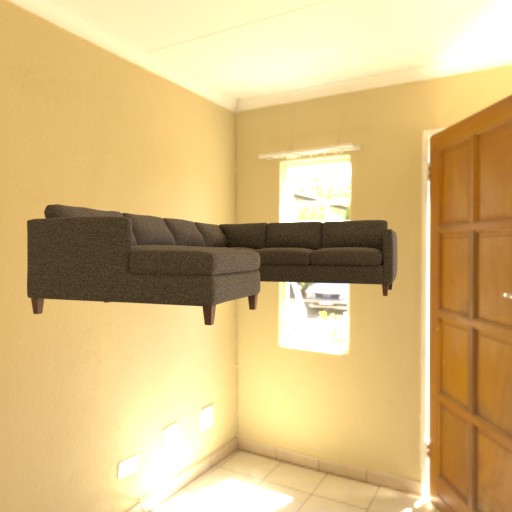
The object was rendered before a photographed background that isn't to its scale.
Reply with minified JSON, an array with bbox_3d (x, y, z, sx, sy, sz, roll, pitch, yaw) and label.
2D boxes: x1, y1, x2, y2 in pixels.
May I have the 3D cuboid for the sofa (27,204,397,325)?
[{"bbox_3d":[0.000,0.000,4.389,2.551,0.853,3.238,0,1,20],"label":"sofa"}]
